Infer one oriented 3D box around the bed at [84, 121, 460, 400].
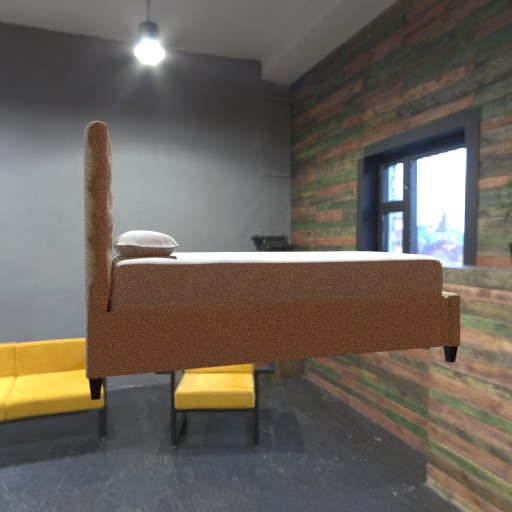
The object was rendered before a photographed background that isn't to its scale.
[{"bbox_3d":[0.000,0.000,3.404,2.387,1.427,1.698,0,1,-19],"label":"bed"}]
